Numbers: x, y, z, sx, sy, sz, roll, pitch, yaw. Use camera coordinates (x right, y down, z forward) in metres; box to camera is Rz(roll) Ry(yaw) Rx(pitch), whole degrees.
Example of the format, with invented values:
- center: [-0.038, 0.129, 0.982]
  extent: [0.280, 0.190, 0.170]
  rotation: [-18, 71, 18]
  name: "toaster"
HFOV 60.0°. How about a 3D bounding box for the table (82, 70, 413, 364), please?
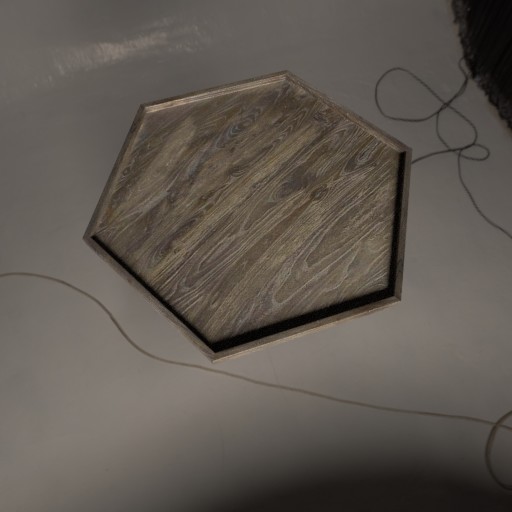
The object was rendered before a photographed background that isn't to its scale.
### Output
- center: [0.000, 0.000, 1.139]
  extent: [0.683, 0.586, 0.592]
  rotation: [-16, 65, -8]
  name: "table"
